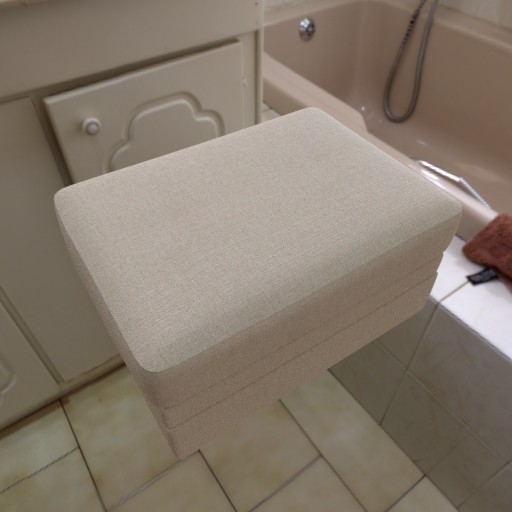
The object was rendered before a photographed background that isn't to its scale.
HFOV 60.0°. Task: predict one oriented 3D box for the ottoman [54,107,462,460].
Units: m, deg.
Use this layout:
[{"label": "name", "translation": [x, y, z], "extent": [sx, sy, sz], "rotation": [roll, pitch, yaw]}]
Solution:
[{"label": "ottoman", "translation": [0.000, 0.000, 1.244], "extent": [0.885, 0.478, 0.637], "rotation": [-25, 51, -22]}]
